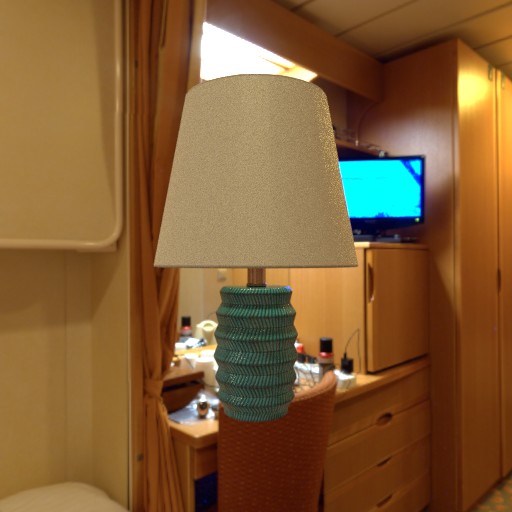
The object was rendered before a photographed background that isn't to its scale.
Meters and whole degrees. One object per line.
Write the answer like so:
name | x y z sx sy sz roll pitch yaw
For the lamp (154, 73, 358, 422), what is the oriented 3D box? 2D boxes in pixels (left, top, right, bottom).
lamp | 0.000 0.000 0.564 0.254 0.392 0.254 0 0 0
